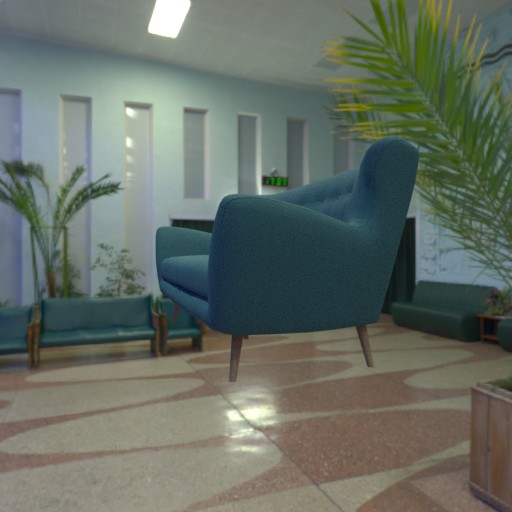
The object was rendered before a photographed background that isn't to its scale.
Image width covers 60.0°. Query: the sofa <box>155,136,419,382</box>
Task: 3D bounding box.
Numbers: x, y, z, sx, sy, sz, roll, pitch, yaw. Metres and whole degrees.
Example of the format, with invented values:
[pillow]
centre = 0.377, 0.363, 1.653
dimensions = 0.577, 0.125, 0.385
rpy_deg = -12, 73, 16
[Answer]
[sofa]
centre = 0.000, 0.000, 2.388
dimensions = 0.889, 0.890, 1.930
rpy_deg = 0, 0, -19
